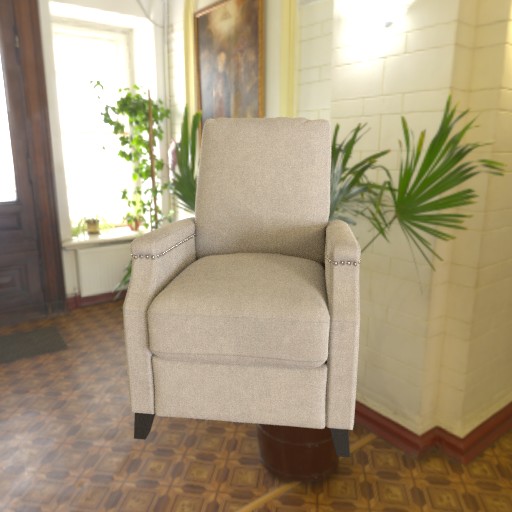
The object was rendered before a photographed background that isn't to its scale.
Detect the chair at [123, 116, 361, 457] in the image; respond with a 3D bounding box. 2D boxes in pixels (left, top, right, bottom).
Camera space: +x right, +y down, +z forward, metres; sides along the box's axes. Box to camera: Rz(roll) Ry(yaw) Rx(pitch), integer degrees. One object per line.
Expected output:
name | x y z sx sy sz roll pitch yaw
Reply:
chair | 0.000 0.000 1.673 0.710 1.049 0.922 2 13 7
